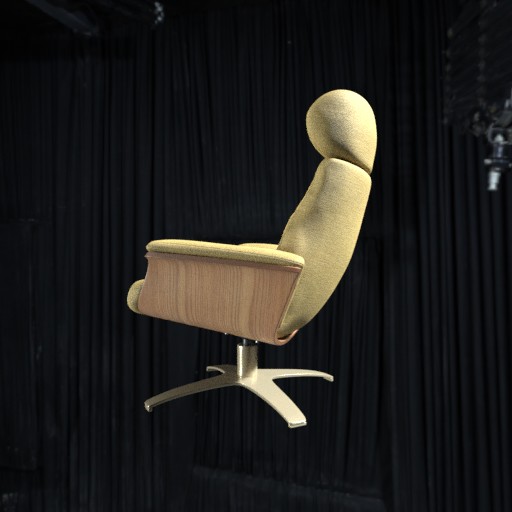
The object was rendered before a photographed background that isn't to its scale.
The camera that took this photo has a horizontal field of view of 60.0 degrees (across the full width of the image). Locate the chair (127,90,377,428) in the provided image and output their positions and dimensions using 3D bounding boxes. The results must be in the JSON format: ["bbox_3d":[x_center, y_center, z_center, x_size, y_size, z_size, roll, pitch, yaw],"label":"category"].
[{"bbox_3d":[0.000,0.000,1.597,0.837,0.995,0.785,0,1,19],"label":"chair"}]
